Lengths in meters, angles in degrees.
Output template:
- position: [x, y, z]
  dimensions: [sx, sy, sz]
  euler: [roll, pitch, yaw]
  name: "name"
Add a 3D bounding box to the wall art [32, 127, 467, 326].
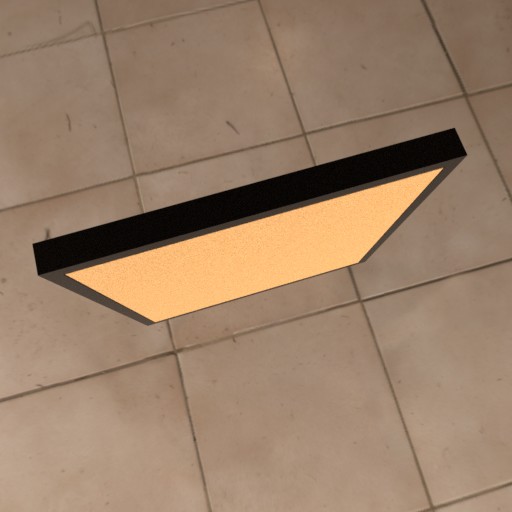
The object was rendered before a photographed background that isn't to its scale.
- position: [0.000, 0.000, 0.749]
  dimensions: [0.506, 0.506, 0.038]
  euler: [-16, 76, -4]
  name: "wall art"
